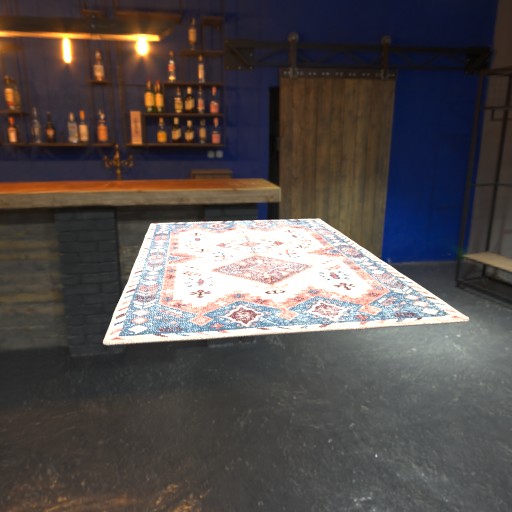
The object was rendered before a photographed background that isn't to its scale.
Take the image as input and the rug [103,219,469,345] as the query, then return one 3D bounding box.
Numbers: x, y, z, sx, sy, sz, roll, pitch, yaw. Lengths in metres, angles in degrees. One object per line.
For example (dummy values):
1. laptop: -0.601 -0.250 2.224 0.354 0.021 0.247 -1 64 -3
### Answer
1. rug: 0.000 0.000 2.308 1.225 0.015 1.840 -2 16 -8
